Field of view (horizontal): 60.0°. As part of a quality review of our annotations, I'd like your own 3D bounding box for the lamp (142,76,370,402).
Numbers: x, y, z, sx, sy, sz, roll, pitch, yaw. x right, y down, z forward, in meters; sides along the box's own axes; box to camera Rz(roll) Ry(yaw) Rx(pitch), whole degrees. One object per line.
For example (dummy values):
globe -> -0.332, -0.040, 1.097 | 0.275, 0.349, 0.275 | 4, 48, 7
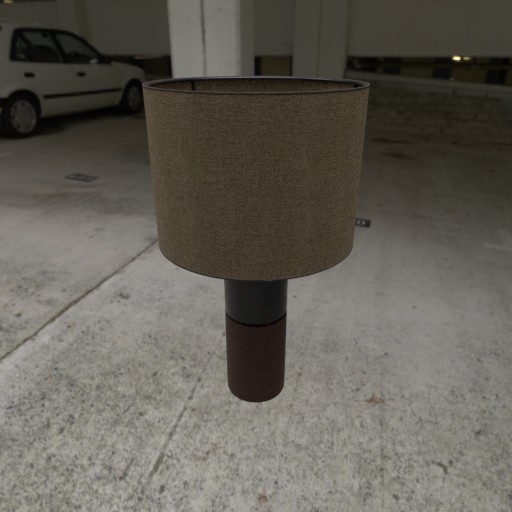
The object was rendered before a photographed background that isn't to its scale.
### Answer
lamp -> 0.000, 0.000, 0.478 | 0.202, 0.350, 0.202 | 0, 25, 0
